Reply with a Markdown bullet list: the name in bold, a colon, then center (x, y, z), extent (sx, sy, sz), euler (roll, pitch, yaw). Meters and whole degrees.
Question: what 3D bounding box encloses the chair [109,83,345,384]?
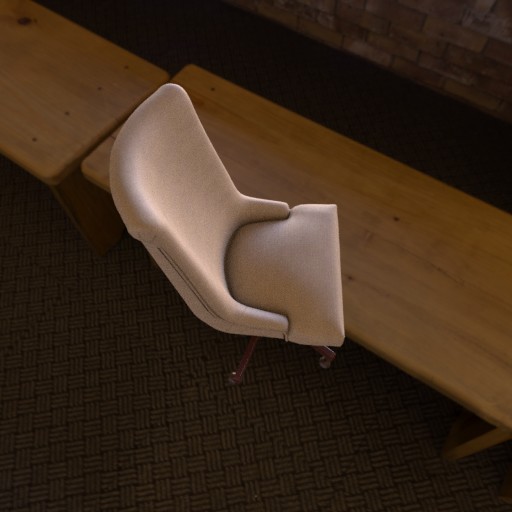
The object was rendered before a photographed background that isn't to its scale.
- **chair**: center (0.000, 0.000, 1.473), extent (0.696, 1.010, 0.645), euler (2, 62, 1)
